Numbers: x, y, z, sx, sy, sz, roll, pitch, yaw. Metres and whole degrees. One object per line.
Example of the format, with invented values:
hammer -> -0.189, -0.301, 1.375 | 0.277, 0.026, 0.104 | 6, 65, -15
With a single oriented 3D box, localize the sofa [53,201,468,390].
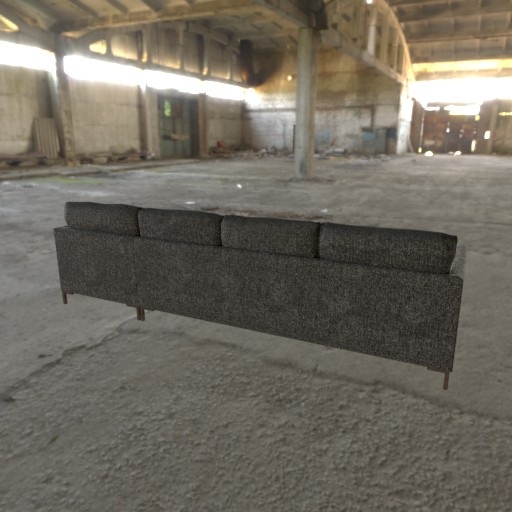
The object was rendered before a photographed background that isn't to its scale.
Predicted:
sofa -> 0.000, 0.000, 3.966 | 3.384, 0.970, 1.488 | 7, 17, 25
